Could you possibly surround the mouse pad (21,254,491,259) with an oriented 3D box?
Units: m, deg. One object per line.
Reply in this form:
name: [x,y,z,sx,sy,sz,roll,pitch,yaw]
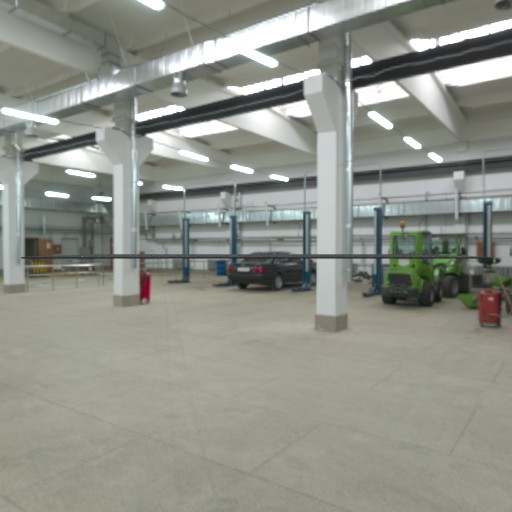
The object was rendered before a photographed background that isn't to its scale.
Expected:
mouse pad: [0.000,0.000,1.043,0.907,0.003,0.424,0,1,0]
